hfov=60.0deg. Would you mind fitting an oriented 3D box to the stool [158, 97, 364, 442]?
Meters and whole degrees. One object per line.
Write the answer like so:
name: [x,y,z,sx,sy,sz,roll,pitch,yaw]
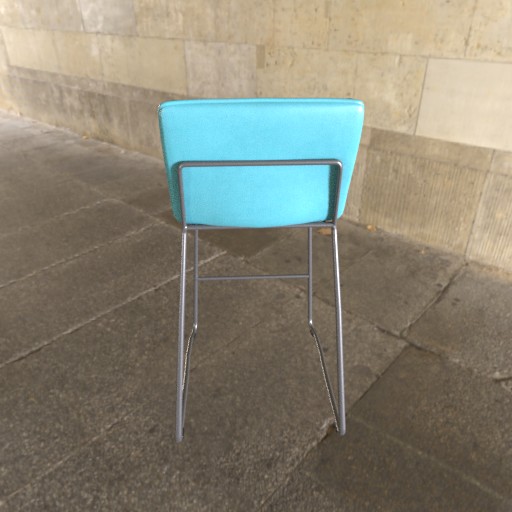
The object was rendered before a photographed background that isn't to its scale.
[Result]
stool: [0.000,0.000,1.251,0.489,0.936,0.524,-1,30,-2]
